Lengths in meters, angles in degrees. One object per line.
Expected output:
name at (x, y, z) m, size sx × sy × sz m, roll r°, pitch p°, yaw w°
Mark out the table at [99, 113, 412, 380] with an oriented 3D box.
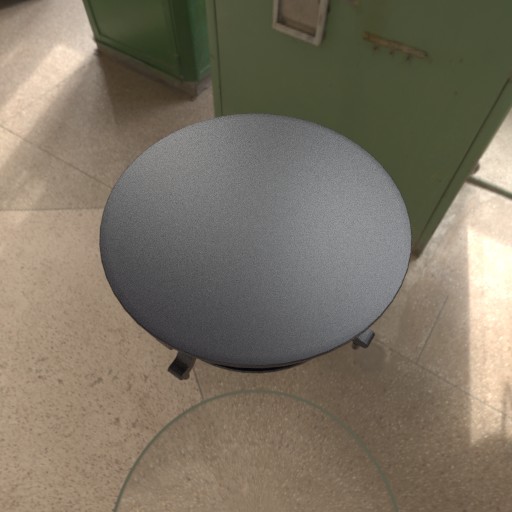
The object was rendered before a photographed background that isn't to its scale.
table at (0.000, 0.000, 1.680) m, size 1.029 × 0.491 × 1.029 m, roll 0°, pitch 57°, yaw 0°
